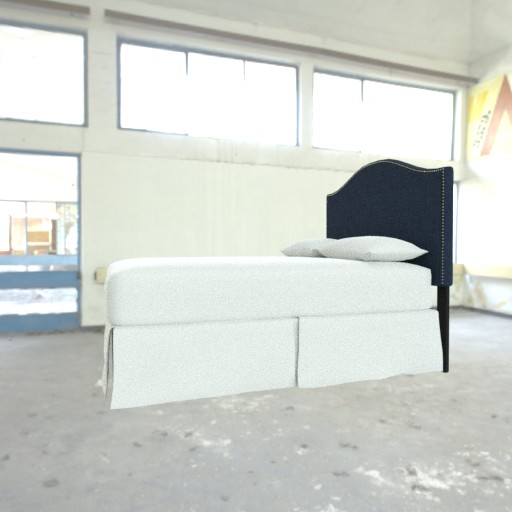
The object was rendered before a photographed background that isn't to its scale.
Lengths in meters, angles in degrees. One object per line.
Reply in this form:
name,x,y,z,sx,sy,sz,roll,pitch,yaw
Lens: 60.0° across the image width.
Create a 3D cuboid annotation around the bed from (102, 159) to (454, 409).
bed,0.000,0.000,3.287,2.153,1.518,1.725,0,1,-18
